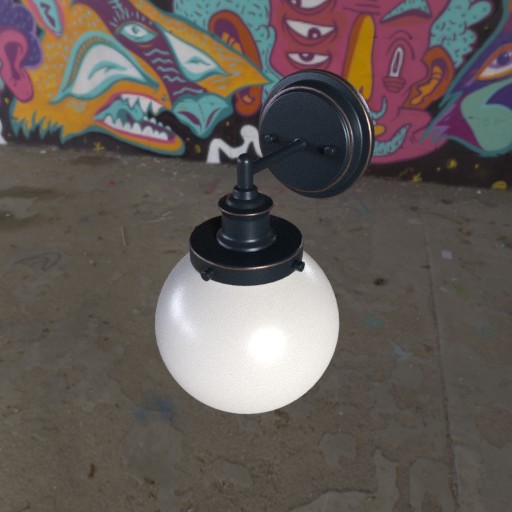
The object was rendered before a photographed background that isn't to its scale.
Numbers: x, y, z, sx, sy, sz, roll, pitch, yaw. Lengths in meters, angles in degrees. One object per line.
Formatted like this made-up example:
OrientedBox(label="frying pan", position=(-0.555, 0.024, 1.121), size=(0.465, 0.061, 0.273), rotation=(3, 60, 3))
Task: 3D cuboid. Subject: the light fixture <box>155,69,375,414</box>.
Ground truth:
OrientedBox(label="light fixture", position=(0.000, 0.000, 0.458), size=(0.197, 0.332, 0.230), rotation=(20, 37, 29))
